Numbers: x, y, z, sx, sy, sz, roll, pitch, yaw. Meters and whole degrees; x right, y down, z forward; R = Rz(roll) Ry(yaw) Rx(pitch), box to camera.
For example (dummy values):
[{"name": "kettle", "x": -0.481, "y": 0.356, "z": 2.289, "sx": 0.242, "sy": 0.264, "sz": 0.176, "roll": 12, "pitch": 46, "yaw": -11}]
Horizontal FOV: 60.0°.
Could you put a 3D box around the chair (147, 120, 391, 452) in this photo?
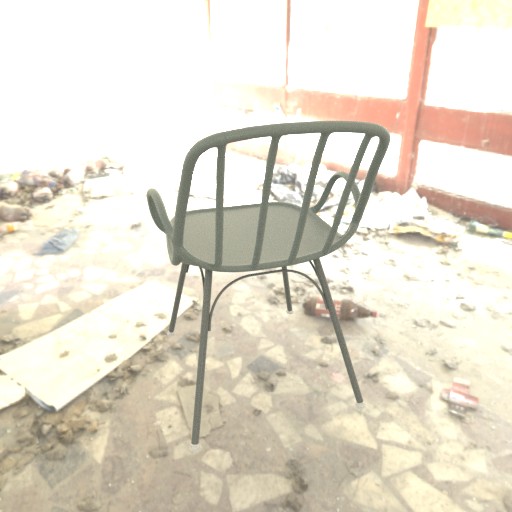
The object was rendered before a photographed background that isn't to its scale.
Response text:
[{"name": "chair", "x": 0.000, "y": 0.000, "z": 1.241, "sx": 0.549, "sy": 0.816, "sz": 0.597, "roll": -8, "pitch": 27, "yaw": -16}]
